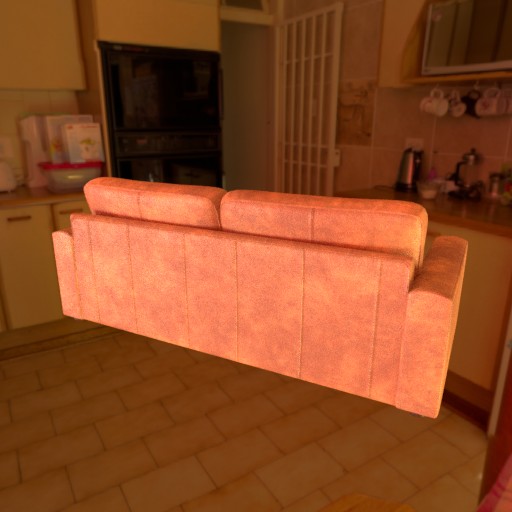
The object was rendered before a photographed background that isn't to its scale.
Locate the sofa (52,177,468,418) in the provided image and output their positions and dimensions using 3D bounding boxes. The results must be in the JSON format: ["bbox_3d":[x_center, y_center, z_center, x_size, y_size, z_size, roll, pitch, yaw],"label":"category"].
[{"bbox_3d":[0.000,0.000,2.578,2.179,0.873,1.016,9,19,26],"label":"sofa"}]
